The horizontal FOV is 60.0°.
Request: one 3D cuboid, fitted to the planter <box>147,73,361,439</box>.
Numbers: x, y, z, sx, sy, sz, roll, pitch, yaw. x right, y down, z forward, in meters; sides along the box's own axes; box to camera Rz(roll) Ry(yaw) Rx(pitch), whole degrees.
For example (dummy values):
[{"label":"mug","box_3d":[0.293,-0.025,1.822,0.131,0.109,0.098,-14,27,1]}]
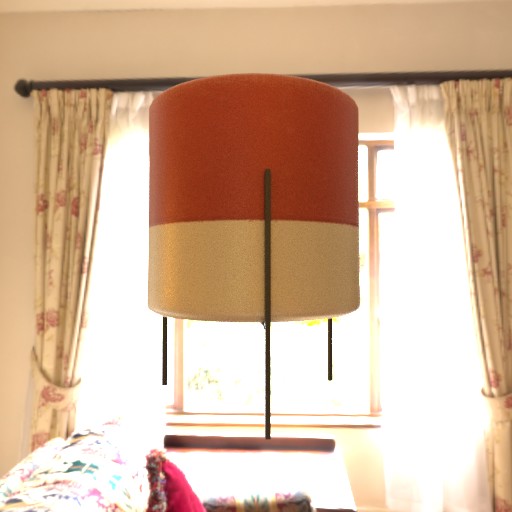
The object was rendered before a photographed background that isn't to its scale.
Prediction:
[{"label":"planter","box_3d":[0.000,0.000,0.738,0.354,0.465,0.345,1,-2,-36]}]
